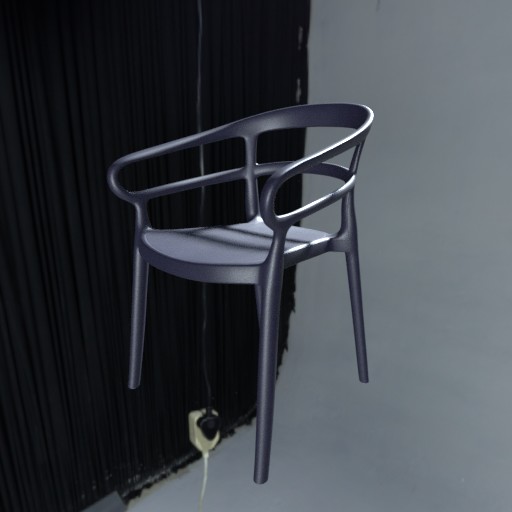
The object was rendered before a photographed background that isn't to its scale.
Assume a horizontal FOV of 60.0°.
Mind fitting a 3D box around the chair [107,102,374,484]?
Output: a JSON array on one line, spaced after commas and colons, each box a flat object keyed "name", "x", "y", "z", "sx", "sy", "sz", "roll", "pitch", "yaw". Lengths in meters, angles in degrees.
[{"name": "chair", "x": 0.000, "y": 0.000, "z": 1.128, "sx": 0.559, "sy": 0.761, "sz": 0.527, "roll": 15, "pitch": 21, "yaw": 43}]
